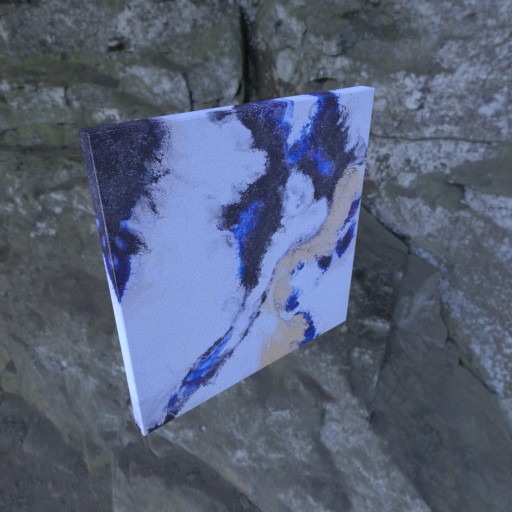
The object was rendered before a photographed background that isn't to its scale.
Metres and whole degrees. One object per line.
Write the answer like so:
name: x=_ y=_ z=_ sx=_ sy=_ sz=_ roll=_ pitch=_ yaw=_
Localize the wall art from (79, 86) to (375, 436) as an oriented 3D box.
wall art: x=0.000 y=0.000 z=0.923 sx=0.609 sy=0.609 sz=0.039 roll=-21 pitch=36 yaw=-33
